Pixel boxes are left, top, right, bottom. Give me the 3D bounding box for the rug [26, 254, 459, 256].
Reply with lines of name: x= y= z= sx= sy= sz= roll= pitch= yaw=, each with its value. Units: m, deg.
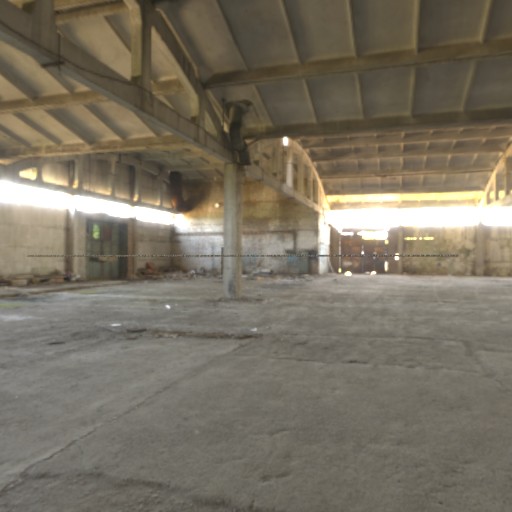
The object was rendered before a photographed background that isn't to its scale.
rug: x=0.000 y=0.000 z=2.334 sx=1.815 sy=0.007 sz=1.226 roll=0 pitch=0 yaw=17
